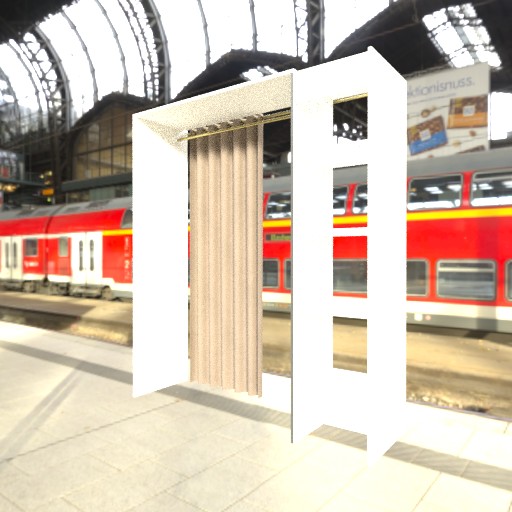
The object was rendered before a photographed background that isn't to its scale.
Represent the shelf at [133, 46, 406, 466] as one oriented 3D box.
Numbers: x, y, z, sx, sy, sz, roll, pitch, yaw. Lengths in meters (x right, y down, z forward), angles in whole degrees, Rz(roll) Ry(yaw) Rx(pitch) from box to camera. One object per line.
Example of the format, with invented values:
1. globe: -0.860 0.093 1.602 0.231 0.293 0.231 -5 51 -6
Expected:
1. shelf: 0.000 0.000 2.590 1.600 1.820 0.500 0 0 36
